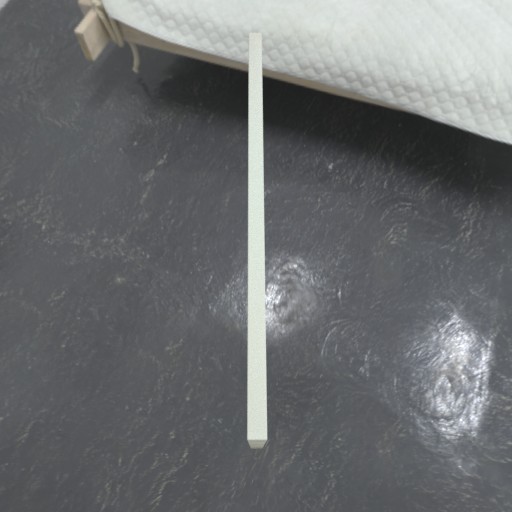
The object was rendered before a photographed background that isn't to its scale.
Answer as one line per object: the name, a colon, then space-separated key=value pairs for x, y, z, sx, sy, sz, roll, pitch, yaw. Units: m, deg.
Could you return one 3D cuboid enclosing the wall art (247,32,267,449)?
wall art: x=0.000 y=0.000 z=1.458 sx=0.040 sy=0.765 sz=1.149 roll=0 pitch=65 yaw=0
